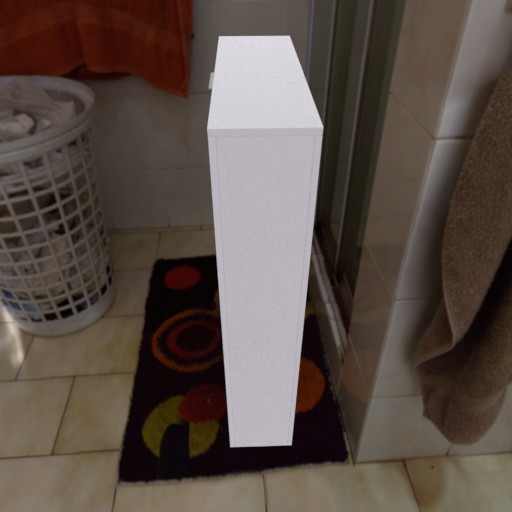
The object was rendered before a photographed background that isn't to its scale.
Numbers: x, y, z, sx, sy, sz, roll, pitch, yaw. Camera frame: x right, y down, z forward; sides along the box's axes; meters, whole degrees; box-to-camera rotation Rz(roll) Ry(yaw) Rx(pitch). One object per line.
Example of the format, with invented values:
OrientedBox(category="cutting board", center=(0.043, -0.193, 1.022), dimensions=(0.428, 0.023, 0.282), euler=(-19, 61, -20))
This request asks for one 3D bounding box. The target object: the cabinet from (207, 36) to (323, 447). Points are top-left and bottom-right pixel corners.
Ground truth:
OrientedBox(category="cabinet", center=(0.000, 0.000, 1.591), dimensions=(0.250, 1.280, 0.750), euler=(-1, 39, -1))
